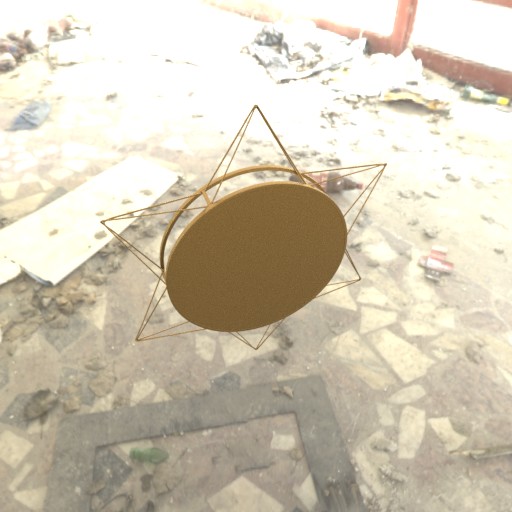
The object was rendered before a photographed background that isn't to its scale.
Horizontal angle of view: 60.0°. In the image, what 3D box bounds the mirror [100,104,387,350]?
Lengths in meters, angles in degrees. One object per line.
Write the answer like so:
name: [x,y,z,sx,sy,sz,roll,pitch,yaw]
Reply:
mirror: [0.000,0.000,0.825,0.498,0.581,0.062,-14,44,-15]
